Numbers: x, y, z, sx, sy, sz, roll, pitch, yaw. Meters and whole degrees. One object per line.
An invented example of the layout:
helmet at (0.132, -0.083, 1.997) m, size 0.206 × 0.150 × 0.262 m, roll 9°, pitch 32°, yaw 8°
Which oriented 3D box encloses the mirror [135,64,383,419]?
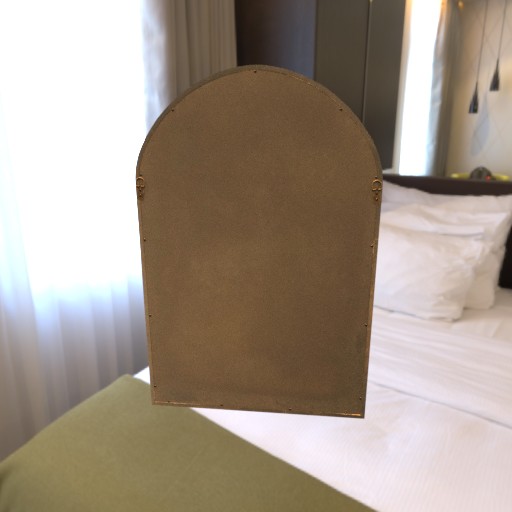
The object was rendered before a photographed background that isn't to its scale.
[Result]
mirror at (0.000, 0.000, 1.150) m, size 0.609 × 0.915 × 0.032 m, roll 2°, pitch 16°, yaw 6°
